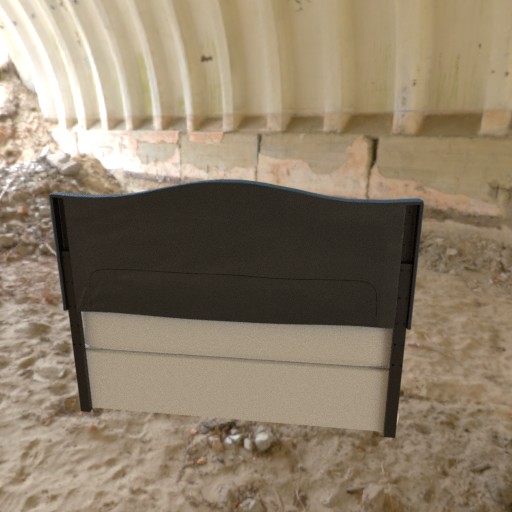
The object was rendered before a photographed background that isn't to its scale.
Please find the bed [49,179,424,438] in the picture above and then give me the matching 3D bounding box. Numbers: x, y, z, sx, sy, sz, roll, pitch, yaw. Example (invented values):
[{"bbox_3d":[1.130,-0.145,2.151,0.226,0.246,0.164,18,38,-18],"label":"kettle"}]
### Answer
[{"bbox_3d":[0.000,0.000,2.852,1.610,1.169,1.872,2,16,7],"label":"bed"}]
